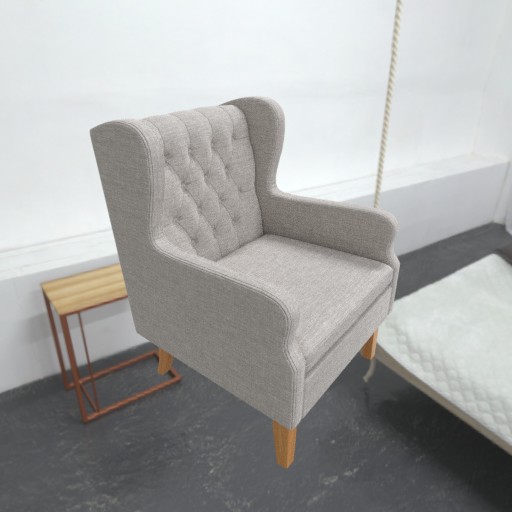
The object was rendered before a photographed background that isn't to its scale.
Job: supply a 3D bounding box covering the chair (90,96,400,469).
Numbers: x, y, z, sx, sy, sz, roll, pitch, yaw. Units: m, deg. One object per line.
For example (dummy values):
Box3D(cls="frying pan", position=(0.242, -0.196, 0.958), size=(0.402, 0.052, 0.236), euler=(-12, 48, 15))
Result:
Box3D(cls="chair", position=(0.000, 0.000, 1.496), size=(0.760, 0.930, 0.710), euler=(19, 32, 32))
